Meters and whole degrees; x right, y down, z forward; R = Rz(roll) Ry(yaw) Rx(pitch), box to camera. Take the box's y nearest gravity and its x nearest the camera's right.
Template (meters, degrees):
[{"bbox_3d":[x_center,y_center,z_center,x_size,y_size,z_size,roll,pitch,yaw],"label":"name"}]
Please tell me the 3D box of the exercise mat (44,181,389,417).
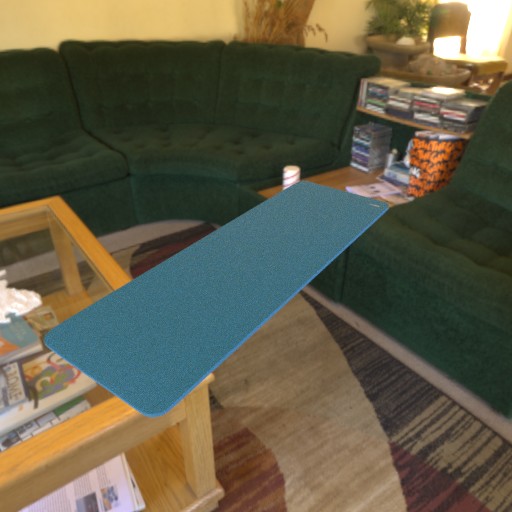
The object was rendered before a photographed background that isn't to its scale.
[{"bbox_3d":[0.000,0.000,2.110,0.616,0.021,1.869,21,38,30],"label":"exercise mat"}]
